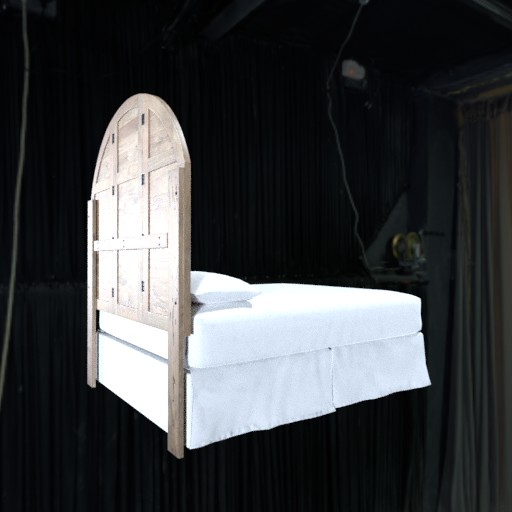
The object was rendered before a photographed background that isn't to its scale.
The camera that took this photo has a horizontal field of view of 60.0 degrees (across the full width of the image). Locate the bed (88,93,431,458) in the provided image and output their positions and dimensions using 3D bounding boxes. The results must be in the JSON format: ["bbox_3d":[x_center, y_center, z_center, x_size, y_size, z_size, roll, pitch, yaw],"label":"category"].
[{"bbox_3d":[0.000,0.000,3.450,2.112,2.002,1.713,0,0,-36],"label":"bed"}]
